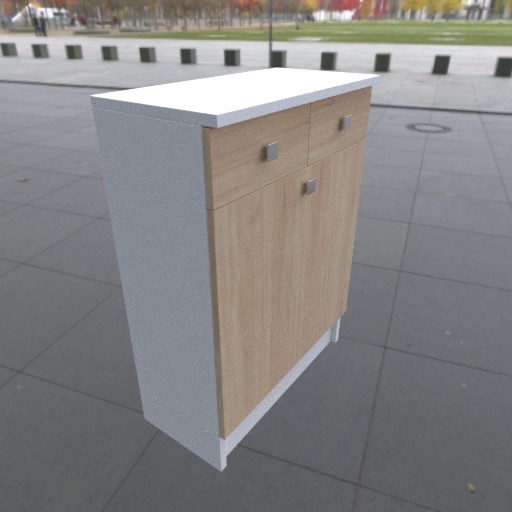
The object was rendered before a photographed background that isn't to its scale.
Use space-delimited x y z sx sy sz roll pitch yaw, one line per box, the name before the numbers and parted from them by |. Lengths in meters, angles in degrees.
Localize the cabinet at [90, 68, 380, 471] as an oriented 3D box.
cabinet | 0.000 0.000 1.116 0.296 0.815 0.600 19 34 31
